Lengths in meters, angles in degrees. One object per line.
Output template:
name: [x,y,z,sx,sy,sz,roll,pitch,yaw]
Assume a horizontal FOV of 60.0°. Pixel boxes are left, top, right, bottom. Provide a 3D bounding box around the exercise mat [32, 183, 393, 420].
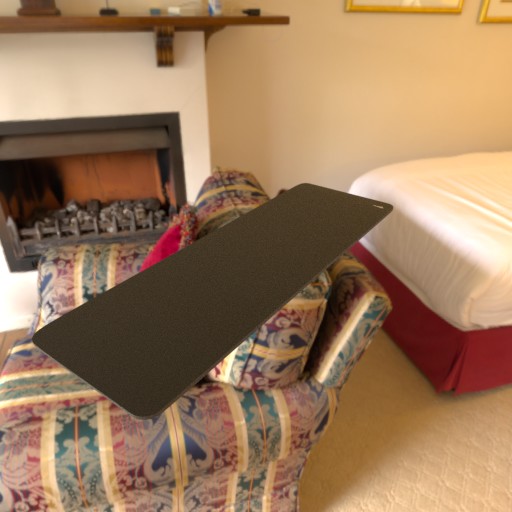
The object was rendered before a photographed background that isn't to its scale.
exercise mat: [0.000,0.000,2.035,0.616,0.021,1.869,21,36,31]
